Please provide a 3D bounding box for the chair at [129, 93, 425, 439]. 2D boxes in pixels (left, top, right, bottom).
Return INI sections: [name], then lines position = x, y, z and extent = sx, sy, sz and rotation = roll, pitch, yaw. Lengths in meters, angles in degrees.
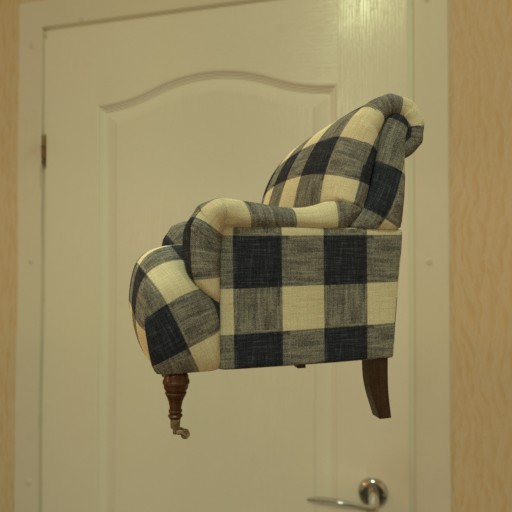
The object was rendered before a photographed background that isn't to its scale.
[chair]
position = 0.000, 0.000, 1.539
extent = 0.848, 0.953, 0.781
rotation = 0, -1, -16
